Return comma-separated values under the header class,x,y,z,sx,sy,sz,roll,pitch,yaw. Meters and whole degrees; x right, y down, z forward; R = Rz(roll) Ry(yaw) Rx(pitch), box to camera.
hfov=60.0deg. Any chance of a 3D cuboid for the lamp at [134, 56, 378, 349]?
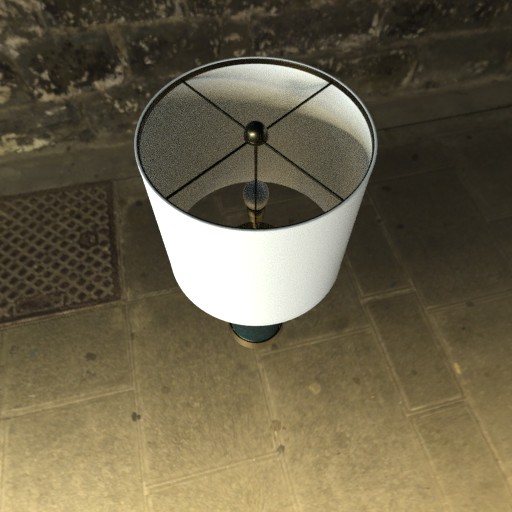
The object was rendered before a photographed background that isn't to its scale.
class,x,y,z,sx,sy,sz,roll,pitch,yaw
lamp,0.000,0.000,0.811,0.301,0.630,0.301,1,59,0
